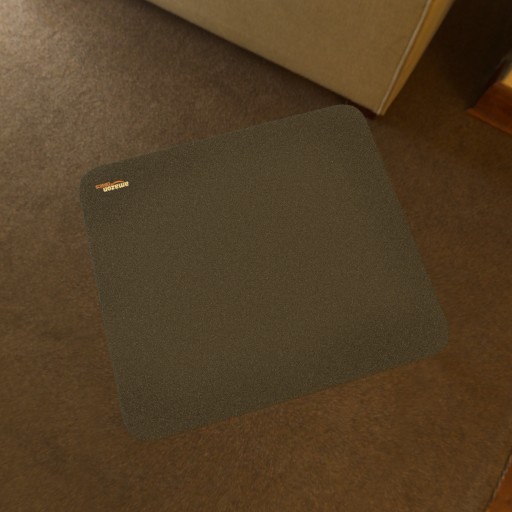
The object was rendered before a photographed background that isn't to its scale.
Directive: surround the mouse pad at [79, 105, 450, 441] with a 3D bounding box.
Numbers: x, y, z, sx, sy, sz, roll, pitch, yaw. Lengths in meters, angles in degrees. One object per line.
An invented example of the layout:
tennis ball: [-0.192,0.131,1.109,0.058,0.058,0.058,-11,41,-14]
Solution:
mouse pad: [0.000,0.000,0.320,0.229,0.003,0.203,-16,75,-4]
